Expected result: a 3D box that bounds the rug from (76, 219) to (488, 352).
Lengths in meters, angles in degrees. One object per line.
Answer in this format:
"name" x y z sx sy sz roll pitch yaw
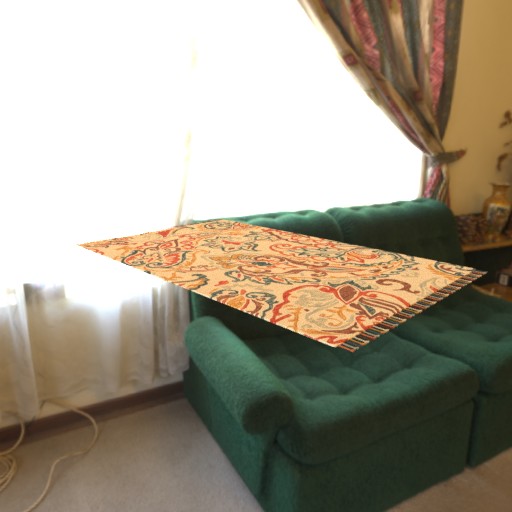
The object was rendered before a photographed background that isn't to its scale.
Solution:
"rug" 0.000 0.000 3.132 1.523 0.010 2.584 -15 21 -43
